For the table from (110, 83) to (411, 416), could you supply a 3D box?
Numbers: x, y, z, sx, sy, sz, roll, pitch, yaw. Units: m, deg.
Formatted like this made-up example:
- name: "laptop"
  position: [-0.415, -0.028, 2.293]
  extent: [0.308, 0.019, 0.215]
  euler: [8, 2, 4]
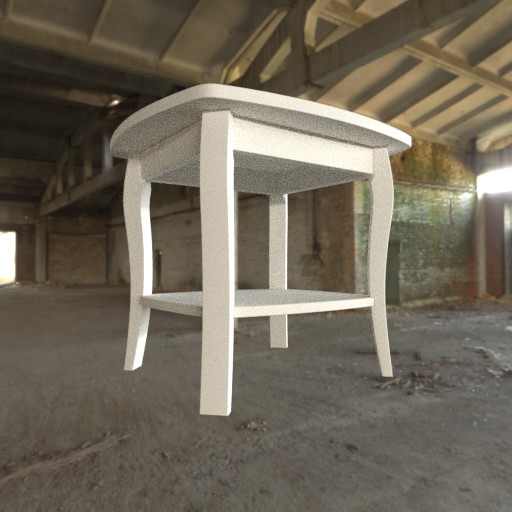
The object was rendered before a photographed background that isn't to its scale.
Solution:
- name: "table"
  position: [0.000, 0.000, 0.848]
  extent: [0.502, 0.438, 0.451]
  euler: [1, -1, -36]
